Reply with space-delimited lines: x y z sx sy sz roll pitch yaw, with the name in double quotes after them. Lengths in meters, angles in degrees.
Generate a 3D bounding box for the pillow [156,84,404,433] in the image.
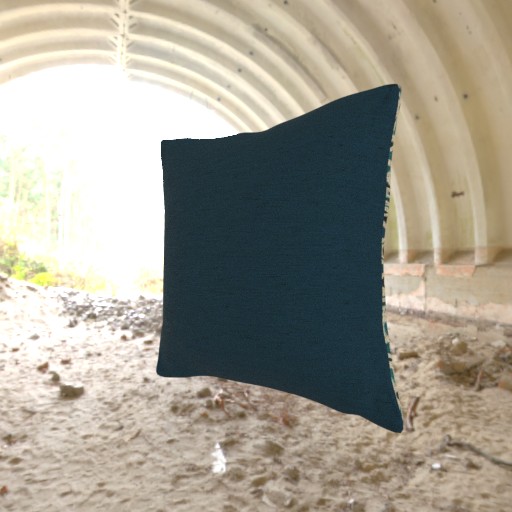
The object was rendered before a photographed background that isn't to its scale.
0.000 0.000 0.657 0.440 0.420 0.145 -1 -1 38 "pillow"
